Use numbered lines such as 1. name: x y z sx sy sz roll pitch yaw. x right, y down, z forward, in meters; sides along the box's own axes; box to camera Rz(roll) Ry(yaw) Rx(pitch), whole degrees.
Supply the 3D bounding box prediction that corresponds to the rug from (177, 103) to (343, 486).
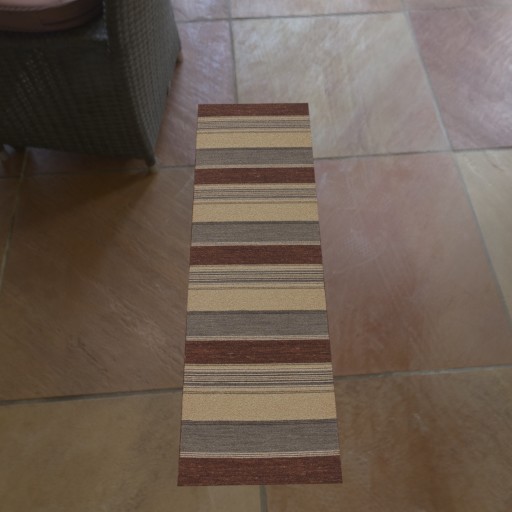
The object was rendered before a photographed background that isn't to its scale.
1. rug: 0.000 0.000 2.656 0.792 0.006 2.437 -1 64 0
